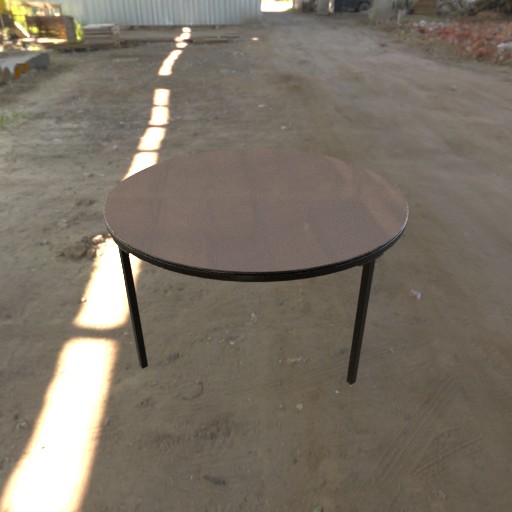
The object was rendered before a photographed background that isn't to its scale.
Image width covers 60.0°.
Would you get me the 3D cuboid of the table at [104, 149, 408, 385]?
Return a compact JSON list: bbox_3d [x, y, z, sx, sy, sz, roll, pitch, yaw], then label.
[{"bbox_3d":[0.000,0.000,1.311,0.800,0.400,0.800,0,31,0],"label":"table"}]
